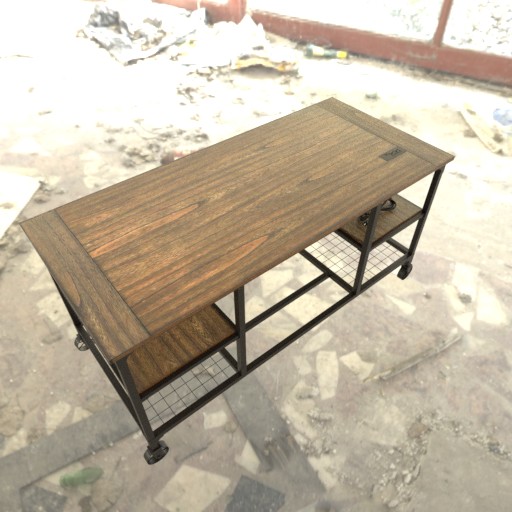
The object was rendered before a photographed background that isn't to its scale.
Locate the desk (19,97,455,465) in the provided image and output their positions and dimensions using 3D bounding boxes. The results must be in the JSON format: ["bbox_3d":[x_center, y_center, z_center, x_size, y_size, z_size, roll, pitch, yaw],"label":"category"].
[{"bbox_3d":[0.000,0.000,1.959,1.590,0.751,0.711,-30,52,-27],"label":"desk"}]
